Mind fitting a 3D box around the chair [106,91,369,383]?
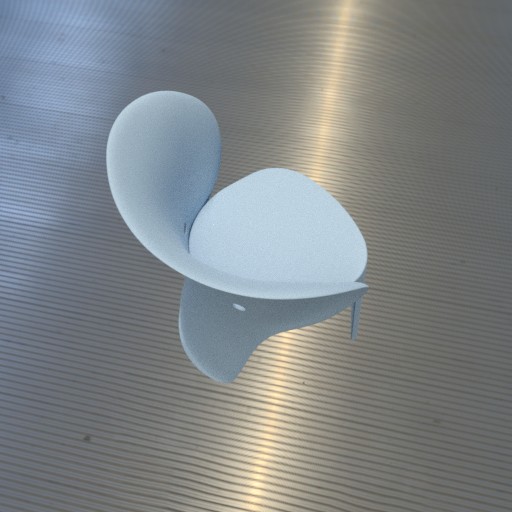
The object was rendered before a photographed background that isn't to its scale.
[{"bbox_3d":[0.000,0.000,0.856,0.402,0.554,0.451,-30,64,-17],"label":"chair"}]
